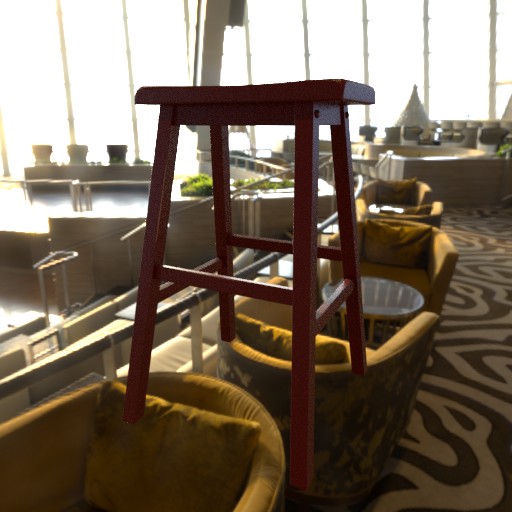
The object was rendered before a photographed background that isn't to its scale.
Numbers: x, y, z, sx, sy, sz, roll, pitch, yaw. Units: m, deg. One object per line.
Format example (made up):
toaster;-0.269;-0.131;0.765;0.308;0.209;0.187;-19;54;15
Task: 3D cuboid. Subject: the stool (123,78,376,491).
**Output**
stool;0.000;0.000;1.030;0.457;0.737;0.476;8;19;26
